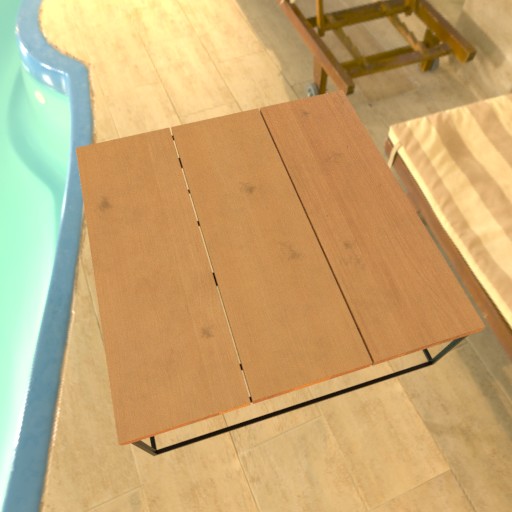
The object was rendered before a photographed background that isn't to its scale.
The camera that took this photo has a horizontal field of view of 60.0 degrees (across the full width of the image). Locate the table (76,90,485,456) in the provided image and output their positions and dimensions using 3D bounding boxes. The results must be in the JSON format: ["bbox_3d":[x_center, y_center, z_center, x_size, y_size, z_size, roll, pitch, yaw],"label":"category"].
[{"bbox_3d":[0.000,0.000,1.683,1.100,0.400,1.100,-15,61,-9],"label":"table"}]
